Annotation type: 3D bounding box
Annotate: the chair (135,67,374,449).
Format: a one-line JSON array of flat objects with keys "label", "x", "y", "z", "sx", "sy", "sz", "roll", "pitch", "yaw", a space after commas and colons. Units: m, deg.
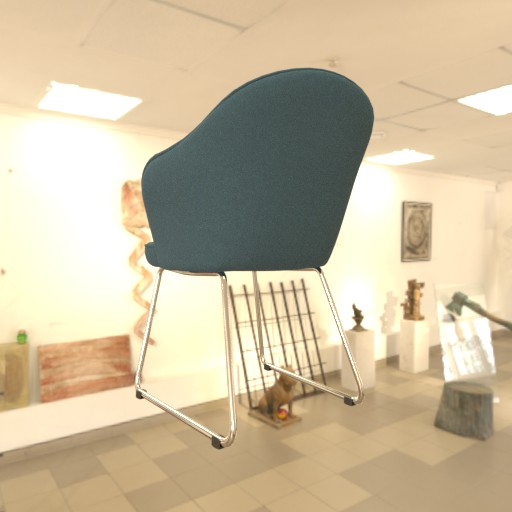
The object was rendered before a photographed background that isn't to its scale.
[{"label": "chair", "x": 0.000, "y": 0.000, "z": 1.204, "sx": 0.570, "sy": 0.815, "sz": 0.585, "roll": -1, "pitch": 2, "yaw": -36}]
